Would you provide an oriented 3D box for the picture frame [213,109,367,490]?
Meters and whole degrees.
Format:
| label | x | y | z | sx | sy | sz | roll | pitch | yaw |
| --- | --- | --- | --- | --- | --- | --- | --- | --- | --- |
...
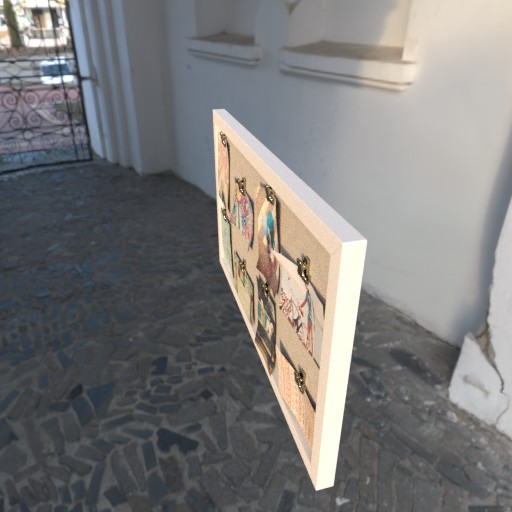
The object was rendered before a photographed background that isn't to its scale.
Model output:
| label | x | y | z | sx | sy | sz | roll | pitch | yaw |
| --- | --- | --- | --- | --- | --- | --- | --- | --- | --- |
| picture frame | 0.000 | 0.000 | 0.780 | 0.044 | 0.379 | 0.647 | -8 | 30 | -14 |
